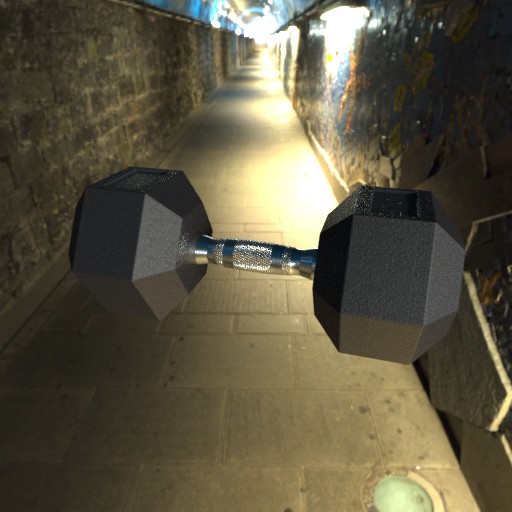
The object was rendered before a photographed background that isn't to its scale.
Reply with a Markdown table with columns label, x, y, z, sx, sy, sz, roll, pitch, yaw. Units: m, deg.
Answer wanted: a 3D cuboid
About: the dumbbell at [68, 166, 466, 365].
| label | x | y | z | sx | sy | sz | roll | pitch | yaw |
| --- | --- | --- | --- | --- | --- | --- | --- | --- | --- |
| dumbbell | 0.000 | 0.000 | 0.436 | 0.361 | 0.137 | 0.157 | 7 | 27 | 15 |
